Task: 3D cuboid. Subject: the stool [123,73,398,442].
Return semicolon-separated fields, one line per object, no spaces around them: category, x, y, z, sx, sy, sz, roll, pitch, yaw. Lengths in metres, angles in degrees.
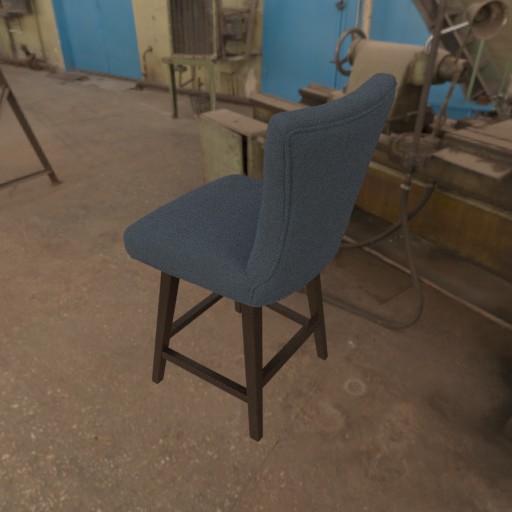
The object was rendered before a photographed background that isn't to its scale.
stool;0.000;0.000;1.313;0.574;1.000;0.514;22;39;30
